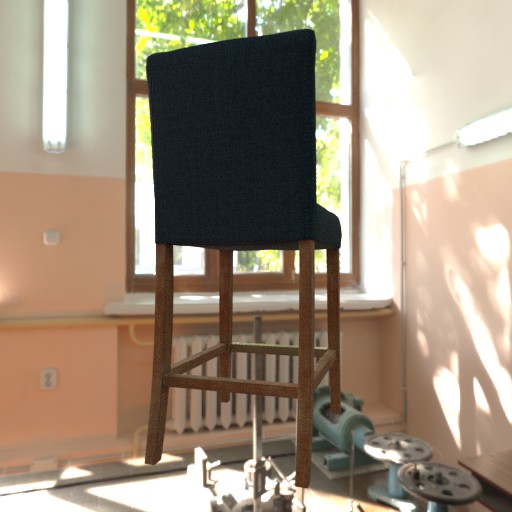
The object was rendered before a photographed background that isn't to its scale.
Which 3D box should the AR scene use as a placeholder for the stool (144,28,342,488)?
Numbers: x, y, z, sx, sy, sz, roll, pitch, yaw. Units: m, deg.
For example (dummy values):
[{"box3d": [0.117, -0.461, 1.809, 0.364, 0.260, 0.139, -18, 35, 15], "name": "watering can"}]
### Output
[{"box3d": [0.000, 0.000, 1.309, 0.454, 1.039, 0.567, 0, -1, 17], "name": "stool"}]
